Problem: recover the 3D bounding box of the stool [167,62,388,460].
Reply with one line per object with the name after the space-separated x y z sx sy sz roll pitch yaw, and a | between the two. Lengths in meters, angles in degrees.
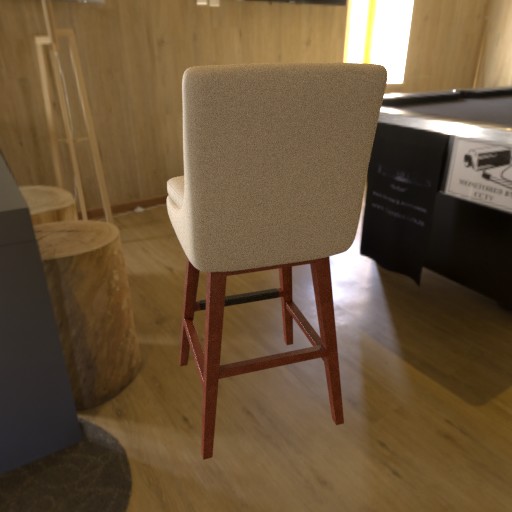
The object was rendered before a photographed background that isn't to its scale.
0.000 0.000 1.344 0.470 1.092 0.559 -8 27 -16 | stool
